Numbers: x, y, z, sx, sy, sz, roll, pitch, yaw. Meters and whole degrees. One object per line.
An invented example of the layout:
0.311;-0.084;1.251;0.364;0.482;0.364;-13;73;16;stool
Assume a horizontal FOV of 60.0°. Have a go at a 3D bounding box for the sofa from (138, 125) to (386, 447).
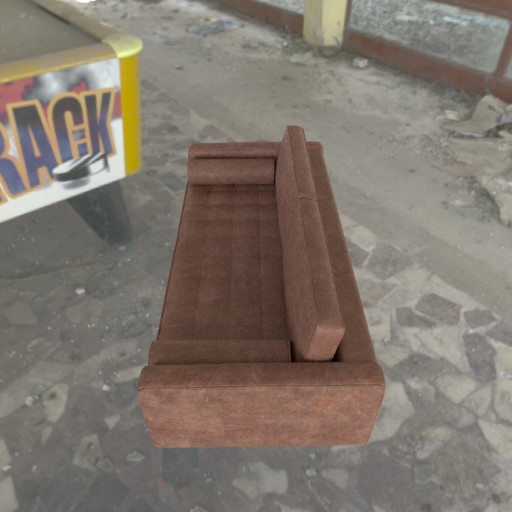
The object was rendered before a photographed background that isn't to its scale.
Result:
0.000;0.000;2.360;0.910;0.760;1.870;0;41;-1;sofa
